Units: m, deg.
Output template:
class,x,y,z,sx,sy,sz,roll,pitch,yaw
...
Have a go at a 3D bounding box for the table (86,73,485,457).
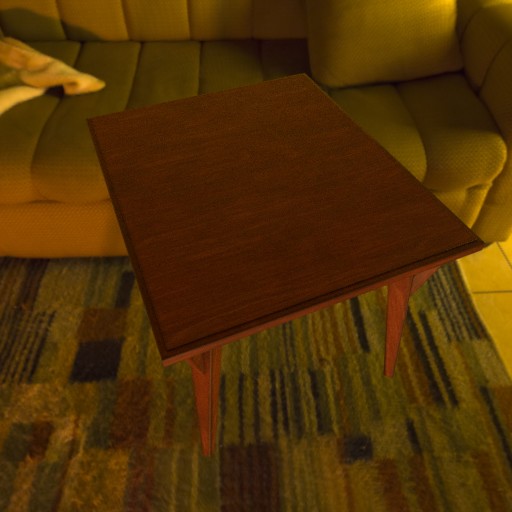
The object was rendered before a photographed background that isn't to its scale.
class,x,y,z,sx,sy,sz,roll,pitch,yaw
table,0.000,0.000,1.590,0.838,0.761,0.991,-18,51,-15
